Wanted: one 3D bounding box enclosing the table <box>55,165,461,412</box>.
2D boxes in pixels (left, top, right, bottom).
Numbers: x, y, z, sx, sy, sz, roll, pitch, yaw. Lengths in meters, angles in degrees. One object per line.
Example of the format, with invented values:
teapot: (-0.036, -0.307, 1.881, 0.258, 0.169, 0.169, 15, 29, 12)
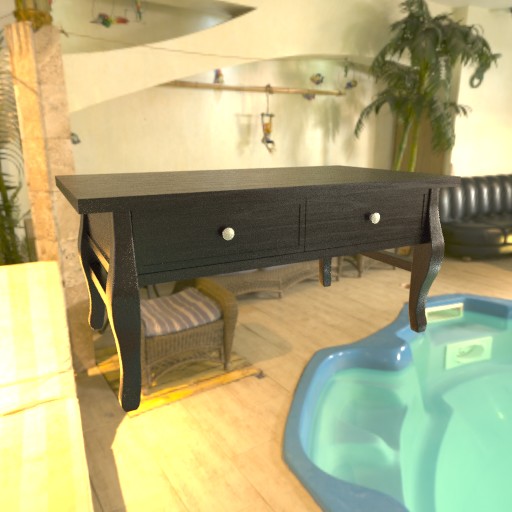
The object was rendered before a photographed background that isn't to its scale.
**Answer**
table: (0.000, 0.000, 1.386, 1.062, 0.494, 0.600, -8, 17, -26)
